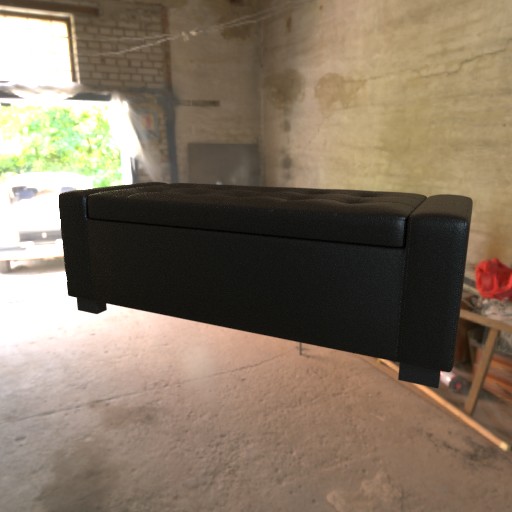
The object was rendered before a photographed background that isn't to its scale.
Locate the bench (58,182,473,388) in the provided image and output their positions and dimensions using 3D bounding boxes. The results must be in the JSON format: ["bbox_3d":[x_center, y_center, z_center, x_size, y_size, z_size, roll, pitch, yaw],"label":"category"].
[{"bbox_3d":[0.000,0.000,1.517,1.296,0.445,0.508,7,15,25],"label":"bench"}]
